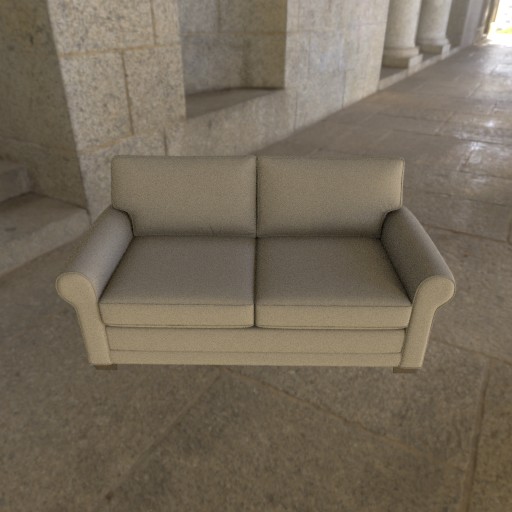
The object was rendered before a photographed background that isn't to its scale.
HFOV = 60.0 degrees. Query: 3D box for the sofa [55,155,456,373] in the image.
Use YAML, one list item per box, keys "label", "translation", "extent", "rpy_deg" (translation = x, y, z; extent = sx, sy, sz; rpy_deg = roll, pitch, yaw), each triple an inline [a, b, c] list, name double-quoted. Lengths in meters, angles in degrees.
- label: "sofa"
  translation: [0.000, 0.000, 2.481]
  extent: [1.930, 0.952, 0.940]
  rpy_deg: [0, 30, 1]
